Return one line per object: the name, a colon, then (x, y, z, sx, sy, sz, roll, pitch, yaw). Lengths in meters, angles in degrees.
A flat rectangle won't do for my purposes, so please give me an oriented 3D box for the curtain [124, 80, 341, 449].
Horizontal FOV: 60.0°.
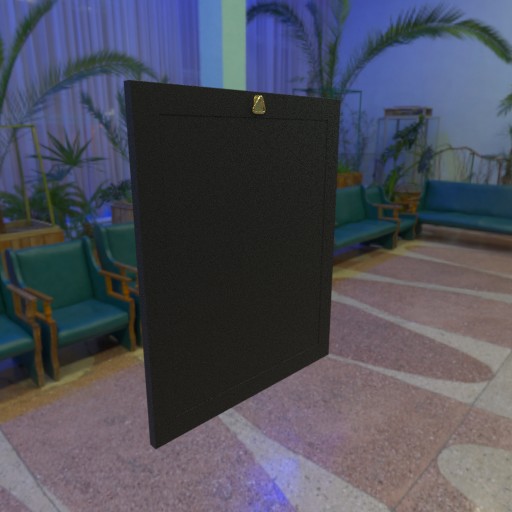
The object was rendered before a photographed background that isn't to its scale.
curtain: (0.000, 0.000, 0.839, 0.483, 0.585, 0.027, -14, 21, -42)
